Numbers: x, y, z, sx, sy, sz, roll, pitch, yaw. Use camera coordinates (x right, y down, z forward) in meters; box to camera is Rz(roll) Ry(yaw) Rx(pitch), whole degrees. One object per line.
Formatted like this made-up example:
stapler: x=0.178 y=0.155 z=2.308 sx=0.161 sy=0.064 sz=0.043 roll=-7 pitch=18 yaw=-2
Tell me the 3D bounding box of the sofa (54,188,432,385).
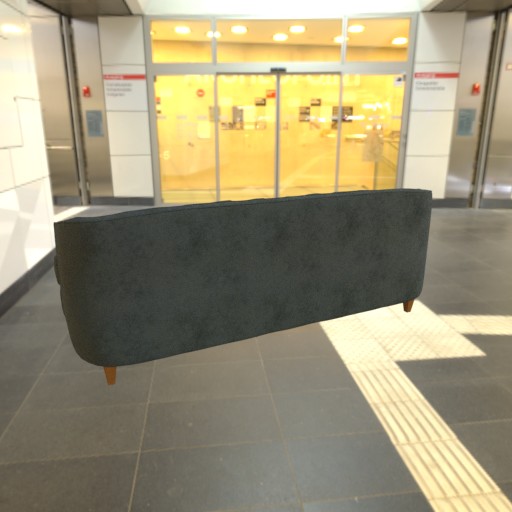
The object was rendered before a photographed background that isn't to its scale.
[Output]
sofa: x=0.000 y=0.000 z=2.768 sx=2.278 sy=0.855 sz=0.941 roll=-8 pitch=18 yaw=-26
